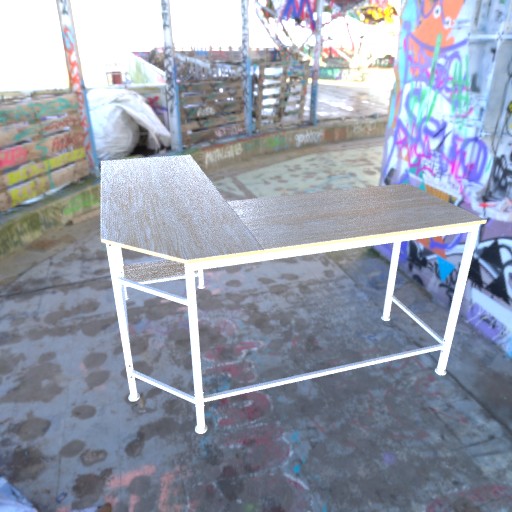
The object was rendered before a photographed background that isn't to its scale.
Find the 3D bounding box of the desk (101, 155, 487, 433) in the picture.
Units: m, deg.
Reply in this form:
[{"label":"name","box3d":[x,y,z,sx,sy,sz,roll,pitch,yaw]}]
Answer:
[{"label":"desk","box3d":[0.000,0.000,2.228,1.379,0.739,1.379,-8,27,-16]}]
